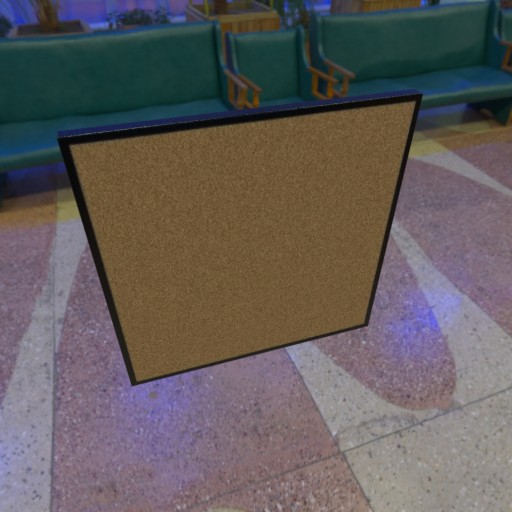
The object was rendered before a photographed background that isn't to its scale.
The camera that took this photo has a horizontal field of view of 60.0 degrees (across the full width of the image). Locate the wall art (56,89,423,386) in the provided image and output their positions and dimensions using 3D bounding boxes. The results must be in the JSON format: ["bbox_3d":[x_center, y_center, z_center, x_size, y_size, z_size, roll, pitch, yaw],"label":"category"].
[{"bbox_3d":[0.000,0.000,0.522,0.349,0.349,0.014,-11,41,-14],"label":"wall art"}]
